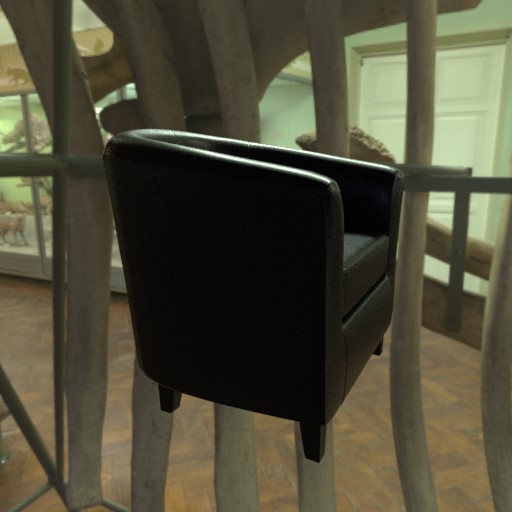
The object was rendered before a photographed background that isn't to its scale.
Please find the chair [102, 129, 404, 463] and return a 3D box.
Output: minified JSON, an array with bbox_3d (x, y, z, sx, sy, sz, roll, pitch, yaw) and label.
[{"bbox_3d":[0.000,0.000,1.346,0.727,0.756,0.793,7,14,27],"label":"chair"}]
